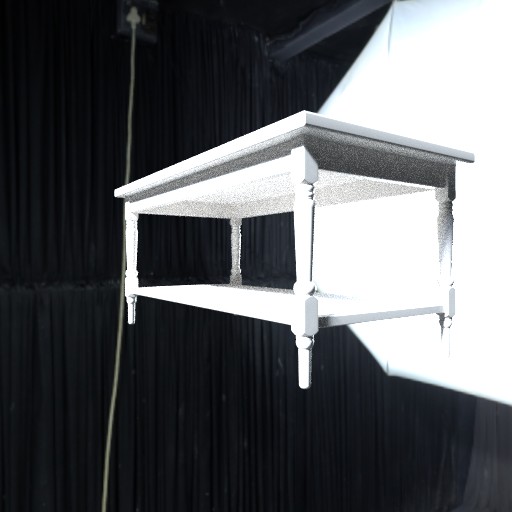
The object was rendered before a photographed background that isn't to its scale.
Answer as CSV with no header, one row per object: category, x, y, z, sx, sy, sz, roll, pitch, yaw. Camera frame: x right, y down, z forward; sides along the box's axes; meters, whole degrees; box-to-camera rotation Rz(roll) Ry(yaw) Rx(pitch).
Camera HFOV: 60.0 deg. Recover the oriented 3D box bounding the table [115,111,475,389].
table,0.000,0.000,1.390,0.550,0.510,1.107,0,0,-34
